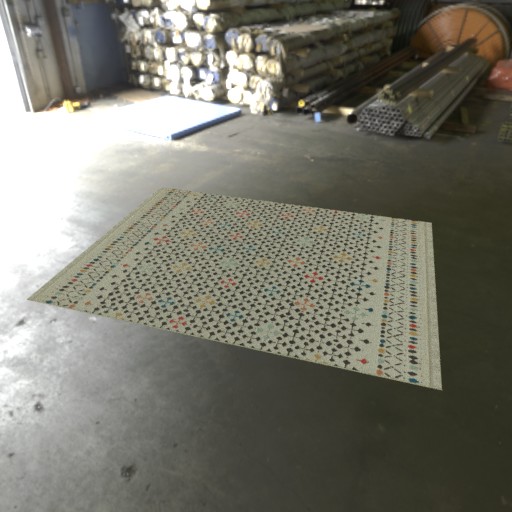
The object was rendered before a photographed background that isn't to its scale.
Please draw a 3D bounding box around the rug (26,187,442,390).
[{"bbox_3d":[0.000,0.000,4.168,3.196,0.007,2.354,9,34,14],"label":"rug"}]
